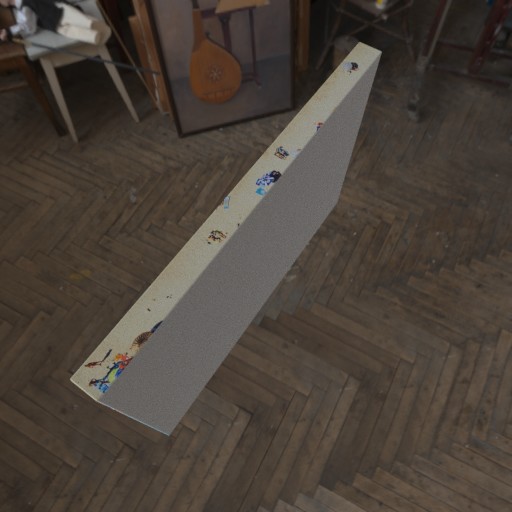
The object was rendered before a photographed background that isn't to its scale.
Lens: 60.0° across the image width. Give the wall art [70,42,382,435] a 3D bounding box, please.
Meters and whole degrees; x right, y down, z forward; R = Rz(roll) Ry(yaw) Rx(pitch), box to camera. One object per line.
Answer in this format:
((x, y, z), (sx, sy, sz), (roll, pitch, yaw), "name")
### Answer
((0.000, 0.000, 0.736), (0.039, 0.406, 0.609), (32, 68, 15), "wall art")
